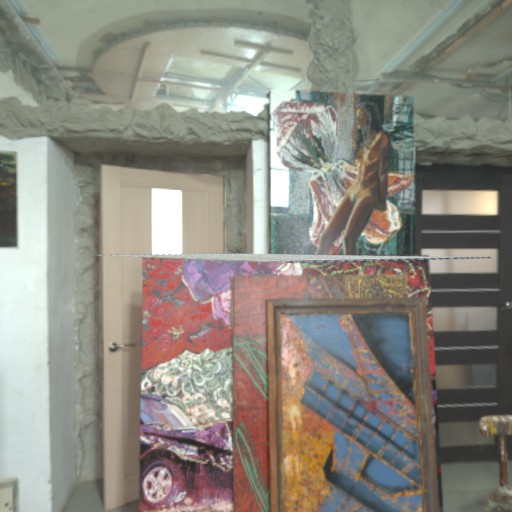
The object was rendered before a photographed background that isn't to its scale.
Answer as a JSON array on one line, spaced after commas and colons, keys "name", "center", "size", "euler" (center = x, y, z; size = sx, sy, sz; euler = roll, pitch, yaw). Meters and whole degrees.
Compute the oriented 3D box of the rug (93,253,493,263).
[{"name": "rug", "center": [0.000, 0.000, 2.558], "size": [1.248, 0.009, 2.108], "euler": [-1, 1, -36]}]
